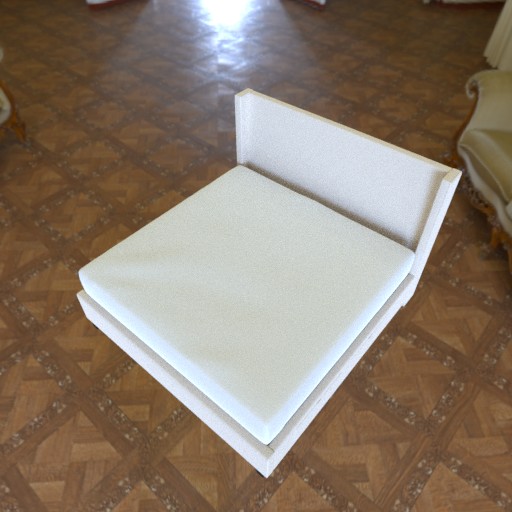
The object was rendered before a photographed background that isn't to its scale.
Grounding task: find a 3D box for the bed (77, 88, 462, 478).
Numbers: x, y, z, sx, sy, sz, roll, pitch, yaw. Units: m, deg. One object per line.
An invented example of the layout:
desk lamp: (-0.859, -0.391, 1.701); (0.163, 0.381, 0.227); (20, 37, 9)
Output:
bed: (0.000, 0.000, 3.725); (2.145, 1.471, 2.293); (31, 54, 27)
